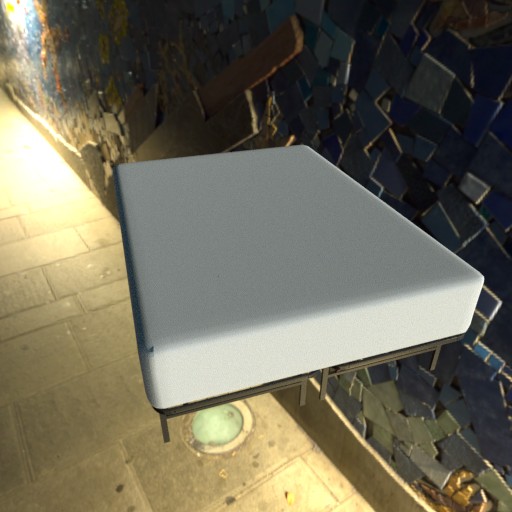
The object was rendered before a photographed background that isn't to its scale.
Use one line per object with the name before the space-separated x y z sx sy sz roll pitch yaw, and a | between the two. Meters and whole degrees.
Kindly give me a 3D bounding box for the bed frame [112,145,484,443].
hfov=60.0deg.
bed frame | 0.000 0.000 2.741 1.528 0.677 2.037 -10 33 -15
